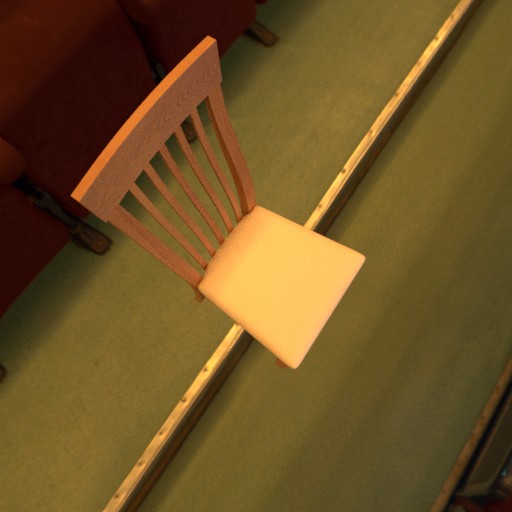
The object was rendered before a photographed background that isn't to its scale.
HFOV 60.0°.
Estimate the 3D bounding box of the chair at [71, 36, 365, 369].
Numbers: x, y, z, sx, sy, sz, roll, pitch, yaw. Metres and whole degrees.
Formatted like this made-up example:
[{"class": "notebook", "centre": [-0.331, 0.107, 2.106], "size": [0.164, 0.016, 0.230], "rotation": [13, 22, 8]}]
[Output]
[{"class": "chair", "centre": [0.000, 0.000, 1.359], "size": [0.580, 1.050, 0.450], "rotation": [33, 77, 9]}]
